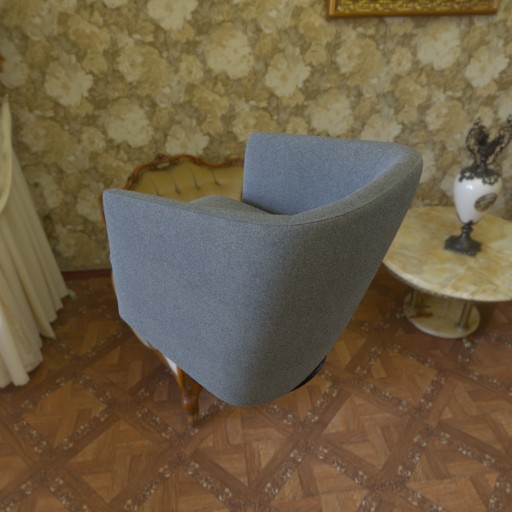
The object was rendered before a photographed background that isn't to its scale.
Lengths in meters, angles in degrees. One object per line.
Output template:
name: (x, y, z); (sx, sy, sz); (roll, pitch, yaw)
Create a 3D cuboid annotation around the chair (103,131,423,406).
chair: (0.000, 0.000, 1.636); (0.986, 0.861, 0.822); (22, 38, 30)
